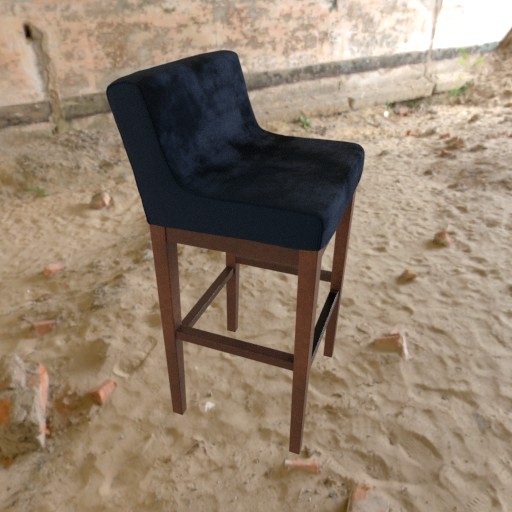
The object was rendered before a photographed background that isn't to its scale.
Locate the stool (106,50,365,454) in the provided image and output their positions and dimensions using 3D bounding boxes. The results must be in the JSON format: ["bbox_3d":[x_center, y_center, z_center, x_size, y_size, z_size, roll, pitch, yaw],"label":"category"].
[{"bbox_3d":[0.000,0.000,1.295,0.500,1.037,0.511,11,34,18],"label":"stool"}]
